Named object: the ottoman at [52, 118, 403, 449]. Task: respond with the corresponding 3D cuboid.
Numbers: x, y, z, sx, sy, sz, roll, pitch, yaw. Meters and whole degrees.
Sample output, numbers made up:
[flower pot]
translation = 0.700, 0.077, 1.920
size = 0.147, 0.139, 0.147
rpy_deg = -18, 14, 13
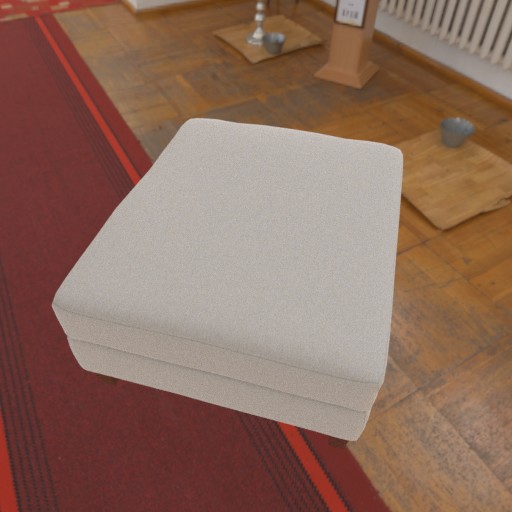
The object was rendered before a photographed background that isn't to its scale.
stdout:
[ottoman]
translation = 0.000, 0.000, 1.465
size = 0.836, 0.492, 0.976
rpy_deg = 11, 47, 11
